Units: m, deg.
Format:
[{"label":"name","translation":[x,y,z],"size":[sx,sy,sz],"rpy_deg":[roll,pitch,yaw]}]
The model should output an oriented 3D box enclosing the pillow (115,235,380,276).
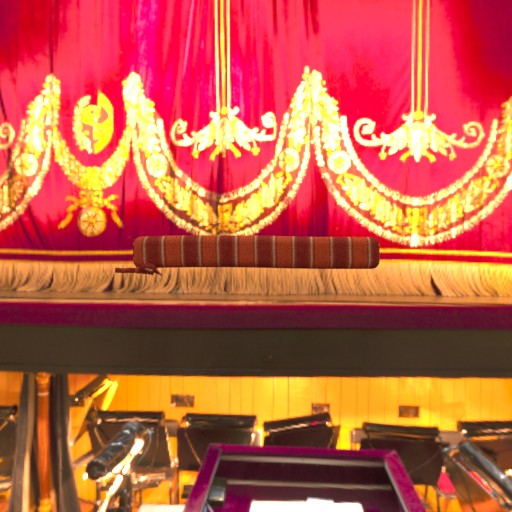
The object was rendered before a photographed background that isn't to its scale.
[{"label":"pillow","translation":[0.000,0.000,1.375],"size":[0.492,0.081,1.187],"rpy_deg":[0,0,2]}]
